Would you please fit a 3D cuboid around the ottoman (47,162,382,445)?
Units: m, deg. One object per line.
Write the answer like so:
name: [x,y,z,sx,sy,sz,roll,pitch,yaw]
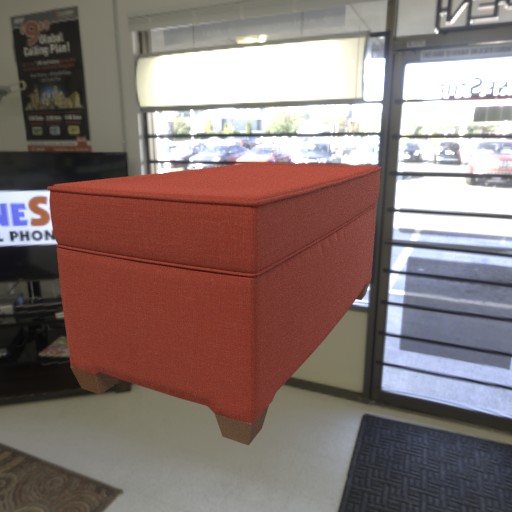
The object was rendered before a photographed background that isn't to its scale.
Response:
ottoman: [0.000,0.000,1.224,0.497,0.454,0.948,7,17,26]
